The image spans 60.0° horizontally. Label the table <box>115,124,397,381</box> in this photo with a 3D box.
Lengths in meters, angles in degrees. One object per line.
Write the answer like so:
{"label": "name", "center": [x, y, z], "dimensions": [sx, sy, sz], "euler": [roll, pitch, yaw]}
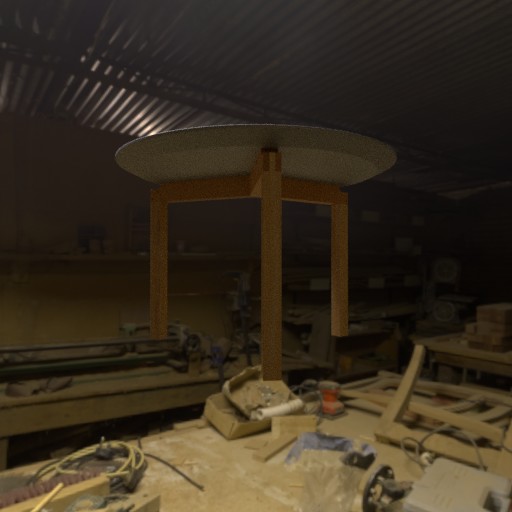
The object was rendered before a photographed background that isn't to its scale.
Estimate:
{"label": "table", "center": [0.000, 0.000, 0.989], "dimensions": [0.600, 0.405, 0.600], "euler": [0, -1, 0]}
